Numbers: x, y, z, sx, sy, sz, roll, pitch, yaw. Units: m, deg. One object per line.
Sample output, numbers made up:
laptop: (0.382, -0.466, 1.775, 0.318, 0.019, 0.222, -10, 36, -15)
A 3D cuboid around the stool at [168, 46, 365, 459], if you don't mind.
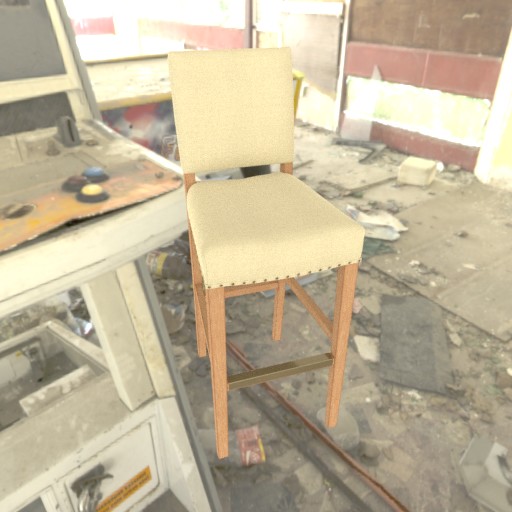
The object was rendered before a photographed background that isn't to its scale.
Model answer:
stool: (0.000, 0.000, 1.396, 0.428, 1.143, 0.546, -9, 32, -15)
